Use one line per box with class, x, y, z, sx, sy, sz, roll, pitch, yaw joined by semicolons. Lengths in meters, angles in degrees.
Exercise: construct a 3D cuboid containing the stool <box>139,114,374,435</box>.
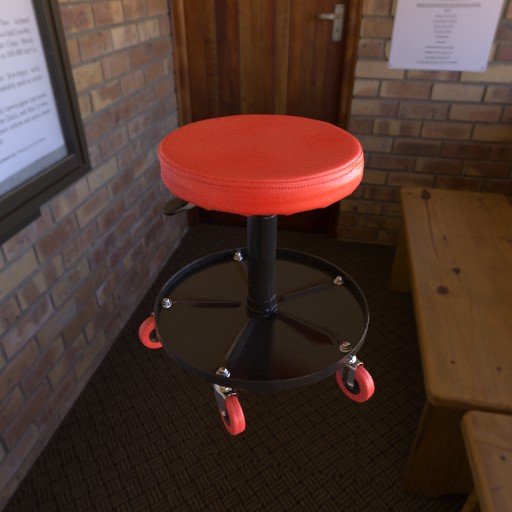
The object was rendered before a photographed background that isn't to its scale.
stool;0.000;0.000;0.686;0.382;0.365;0.381;-11;34;-17
